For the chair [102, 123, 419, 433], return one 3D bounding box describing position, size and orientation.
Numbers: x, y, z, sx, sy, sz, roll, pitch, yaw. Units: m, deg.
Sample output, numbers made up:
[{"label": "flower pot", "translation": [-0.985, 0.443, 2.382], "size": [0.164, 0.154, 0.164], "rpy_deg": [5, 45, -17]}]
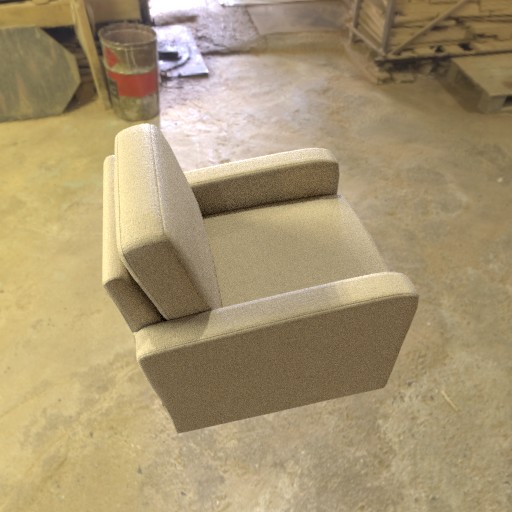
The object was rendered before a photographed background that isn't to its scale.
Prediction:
[{"label": "chair", "translation": [0.000, 0.000, 1.521], "size": [0.888, 0.827, 0.755], "rpy_deg": [-9, 47, -9]}]
